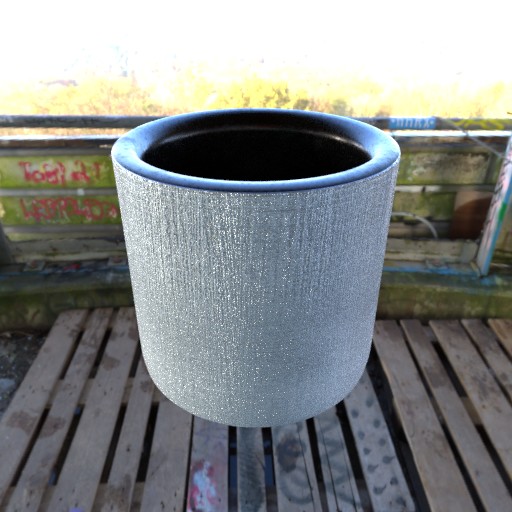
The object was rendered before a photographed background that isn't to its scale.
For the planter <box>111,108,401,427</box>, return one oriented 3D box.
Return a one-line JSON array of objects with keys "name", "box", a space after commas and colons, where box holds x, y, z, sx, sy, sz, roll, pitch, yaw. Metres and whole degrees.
[{"name": "planter", "box": [0.000, 0.000, 0.288, 0.160, 0.156, 0.160, 0, 30, 0]}]
